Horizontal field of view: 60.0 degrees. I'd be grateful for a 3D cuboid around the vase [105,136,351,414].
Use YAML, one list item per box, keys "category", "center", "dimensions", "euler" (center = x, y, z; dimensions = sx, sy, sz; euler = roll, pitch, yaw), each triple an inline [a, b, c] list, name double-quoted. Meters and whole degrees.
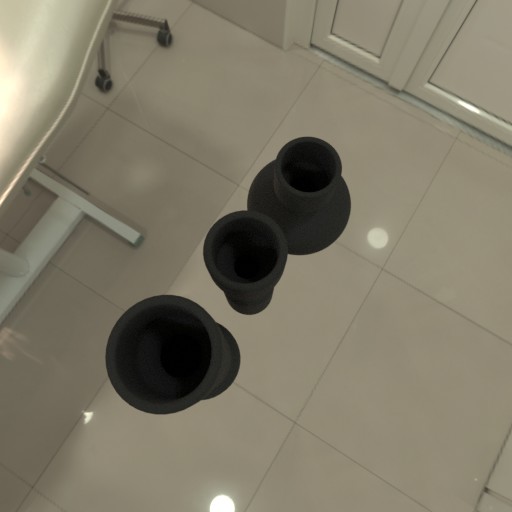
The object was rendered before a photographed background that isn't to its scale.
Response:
- category: "vase"
  center: [0.000, 0.000, 0.425]
  dimensions: [0.120, 0.249, 0.307]
  euler: [31, 78, 7]
